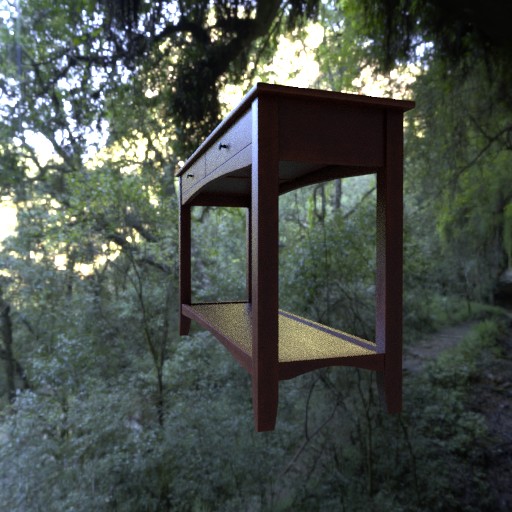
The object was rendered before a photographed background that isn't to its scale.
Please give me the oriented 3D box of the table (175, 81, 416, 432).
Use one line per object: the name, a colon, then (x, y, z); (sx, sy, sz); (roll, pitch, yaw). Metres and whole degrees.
table: (0.000, 0.000, 1.540); (0.392, 0.739, 1.188); (0, 1, -18)
